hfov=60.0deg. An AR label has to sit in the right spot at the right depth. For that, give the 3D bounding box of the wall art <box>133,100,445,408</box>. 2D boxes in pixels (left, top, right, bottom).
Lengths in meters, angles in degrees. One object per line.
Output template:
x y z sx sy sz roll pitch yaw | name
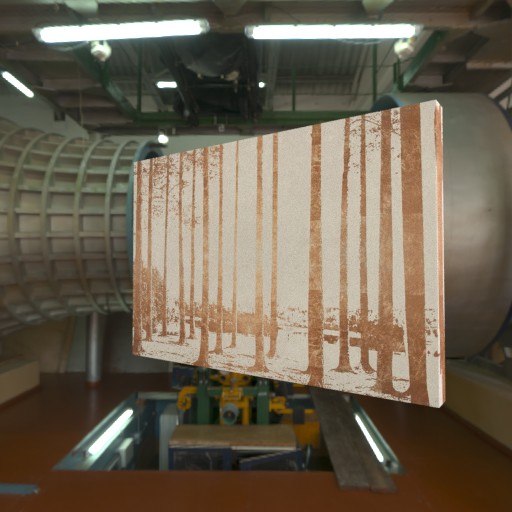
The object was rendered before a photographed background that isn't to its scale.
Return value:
0.000 0.000 0.772 0.609 0.405 0.035 -1 -2 35 | wall art
